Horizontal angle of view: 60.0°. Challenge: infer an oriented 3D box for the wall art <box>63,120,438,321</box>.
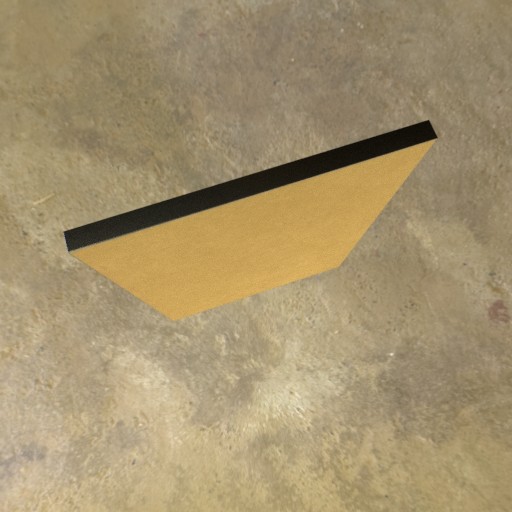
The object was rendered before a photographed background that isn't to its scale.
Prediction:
[{"bbox_3d":[0.000,0.000,0.579,0.314,0.455,0.019,-18,76,-5],"label":"wall art"}]
